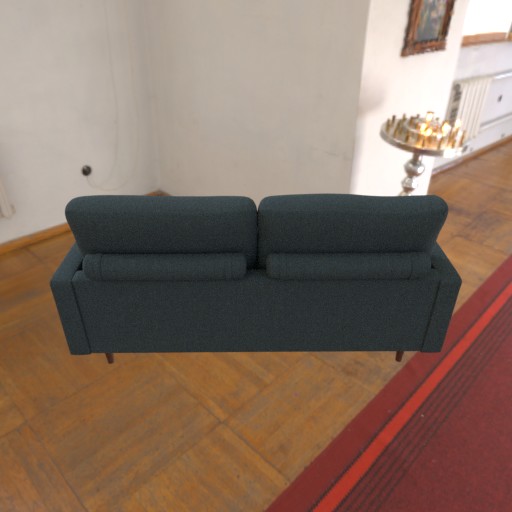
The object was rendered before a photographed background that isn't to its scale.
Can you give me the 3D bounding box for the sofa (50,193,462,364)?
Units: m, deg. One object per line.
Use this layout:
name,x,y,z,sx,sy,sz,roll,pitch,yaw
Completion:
sofa,0.000,0.000,2.586,2.010,1.050,0.966,0,32,0
